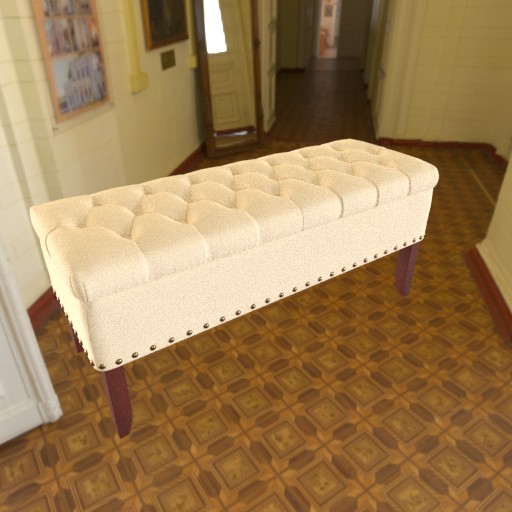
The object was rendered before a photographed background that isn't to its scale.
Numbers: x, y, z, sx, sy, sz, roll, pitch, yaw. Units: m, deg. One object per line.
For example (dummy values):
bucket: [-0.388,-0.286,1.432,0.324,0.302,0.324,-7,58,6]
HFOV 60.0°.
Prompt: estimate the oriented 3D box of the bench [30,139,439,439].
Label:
bench: [0.000,0.000,1.273,1.054,0.470,0.400,-19,35,-30]
